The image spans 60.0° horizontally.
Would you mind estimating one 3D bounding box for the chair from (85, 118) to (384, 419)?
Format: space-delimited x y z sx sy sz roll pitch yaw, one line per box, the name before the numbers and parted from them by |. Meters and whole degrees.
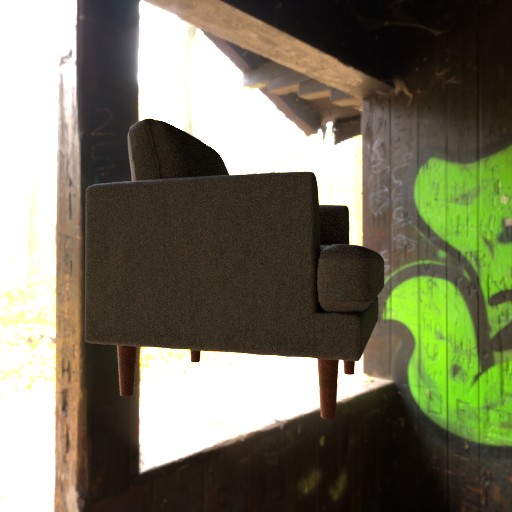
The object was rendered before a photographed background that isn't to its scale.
chair | 0.000 0.000 1.666 0.899 0.957 0.858 0 -1 18
